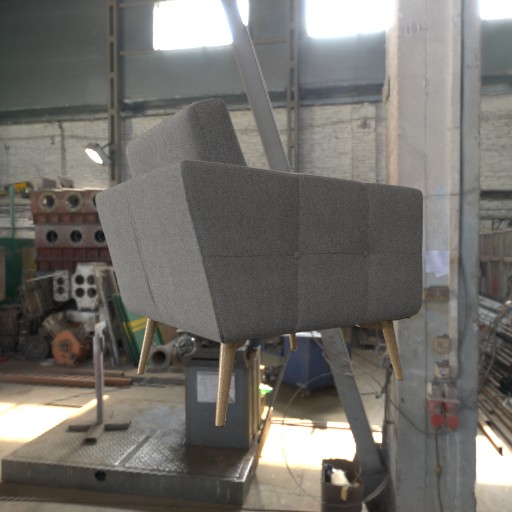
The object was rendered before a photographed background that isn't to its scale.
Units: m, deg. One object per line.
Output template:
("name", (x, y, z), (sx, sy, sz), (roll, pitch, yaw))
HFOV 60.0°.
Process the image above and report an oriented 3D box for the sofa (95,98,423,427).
("sofa", (0.000, 0.000, 1.553), (0.920, 0.860, 0.770), (0, 1, -34))
